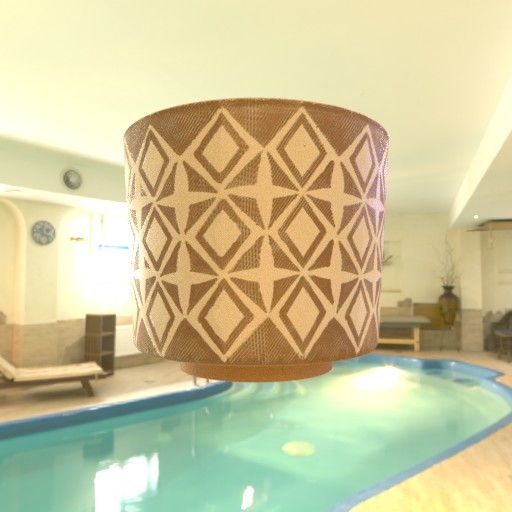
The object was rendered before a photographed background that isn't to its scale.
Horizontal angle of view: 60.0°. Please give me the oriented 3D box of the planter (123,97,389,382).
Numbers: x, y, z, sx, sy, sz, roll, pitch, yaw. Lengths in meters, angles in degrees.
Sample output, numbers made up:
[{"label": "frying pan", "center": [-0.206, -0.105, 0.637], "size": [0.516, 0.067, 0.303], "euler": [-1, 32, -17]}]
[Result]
[{"label": "planter", "center": [0.000, 0.000, 0.448], "size": [0.260, 0.220, 0.260], "euler": [0, -3, 0]}]
